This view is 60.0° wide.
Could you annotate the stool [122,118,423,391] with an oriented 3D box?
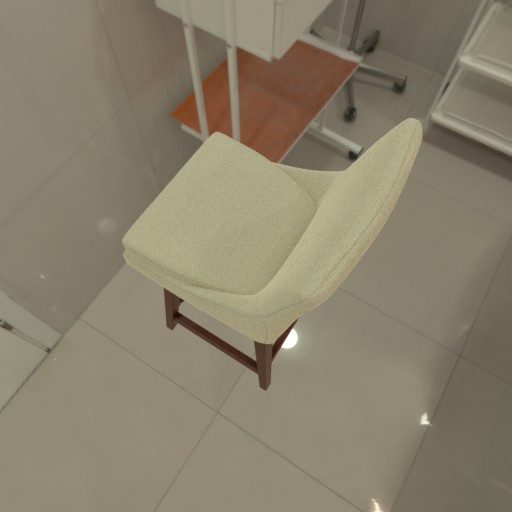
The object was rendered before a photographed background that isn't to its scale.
[{"bbox_3d":[0.000,0.000,1.276,0.559,0.991,0.469,30,68,13],"label":"stool"}]
